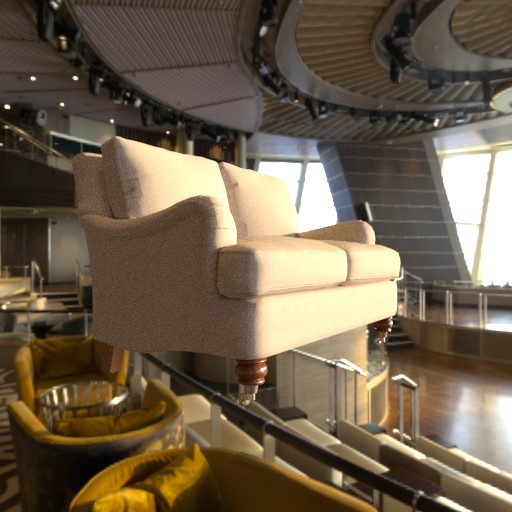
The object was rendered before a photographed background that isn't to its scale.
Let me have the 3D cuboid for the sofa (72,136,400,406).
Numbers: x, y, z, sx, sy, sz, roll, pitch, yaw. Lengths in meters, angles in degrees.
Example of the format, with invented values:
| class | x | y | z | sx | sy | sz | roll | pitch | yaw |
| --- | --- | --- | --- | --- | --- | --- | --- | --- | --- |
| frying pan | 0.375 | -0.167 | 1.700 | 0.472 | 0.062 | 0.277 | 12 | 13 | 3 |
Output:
| class | x | y | z | sx | sy | sz | roll | pitch | yaw |
| --- | --- | --- | --- | --- | --- | --- | --- | --- | --- |
| sofa | 0.000 | 0.000 | 2.303 | 1.087 | 1.048 | 1.508 | 0 | 0 | 36 |
